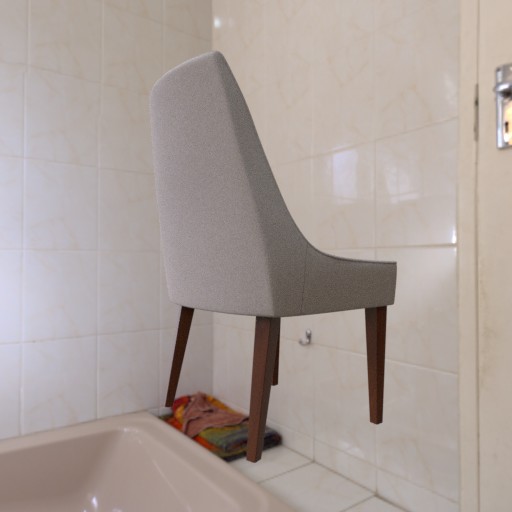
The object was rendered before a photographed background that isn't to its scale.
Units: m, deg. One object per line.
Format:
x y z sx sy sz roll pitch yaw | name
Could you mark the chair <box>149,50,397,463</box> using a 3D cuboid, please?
0.000 0.000 1.187 0.544 0.861 0.529 1 -1 -35 | chair
